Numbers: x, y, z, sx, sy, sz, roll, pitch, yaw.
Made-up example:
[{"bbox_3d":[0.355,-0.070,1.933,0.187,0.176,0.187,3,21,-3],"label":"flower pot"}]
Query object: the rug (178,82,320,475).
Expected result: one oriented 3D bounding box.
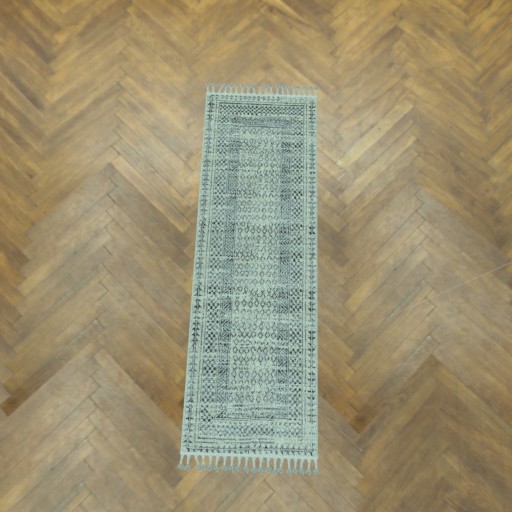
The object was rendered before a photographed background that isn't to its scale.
[{"bbox_3d":[0.000,0.000,2.752,0.786,0.013,2.480,2,75,1],"label":"rug"}]
